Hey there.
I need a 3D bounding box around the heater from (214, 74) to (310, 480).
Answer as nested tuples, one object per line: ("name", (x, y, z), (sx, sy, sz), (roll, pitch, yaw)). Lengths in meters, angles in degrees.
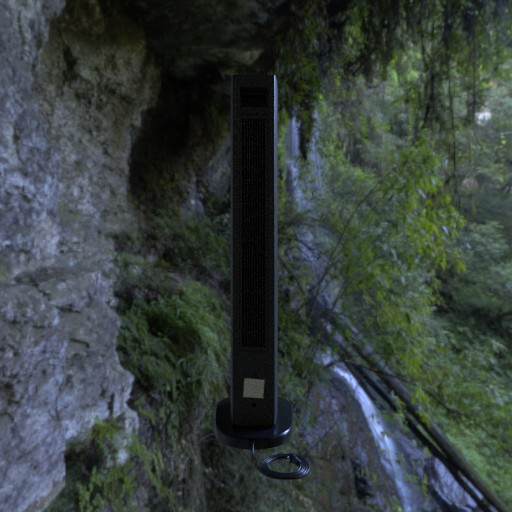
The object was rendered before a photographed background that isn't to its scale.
("heater", (0.000, 0.000, 1.056), (0.214, 0.856, 0.458), (0, 0, 1))
